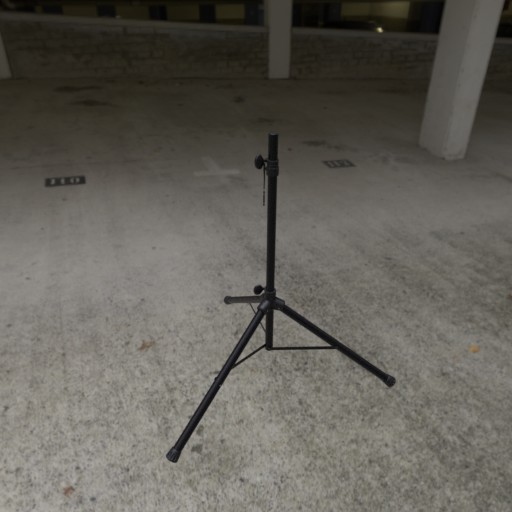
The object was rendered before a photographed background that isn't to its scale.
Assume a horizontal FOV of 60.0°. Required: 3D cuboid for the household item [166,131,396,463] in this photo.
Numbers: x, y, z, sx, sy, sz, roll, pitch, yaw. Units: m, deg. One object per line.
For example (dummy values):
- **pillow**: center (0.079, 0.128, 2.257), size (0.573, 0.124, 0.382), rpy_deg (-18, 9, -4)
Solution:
- **household item**: center (0.000, 0.000, 1.890), size (1.045, 1.136, 0.907), rpy_deg (-11, 33, -17)
